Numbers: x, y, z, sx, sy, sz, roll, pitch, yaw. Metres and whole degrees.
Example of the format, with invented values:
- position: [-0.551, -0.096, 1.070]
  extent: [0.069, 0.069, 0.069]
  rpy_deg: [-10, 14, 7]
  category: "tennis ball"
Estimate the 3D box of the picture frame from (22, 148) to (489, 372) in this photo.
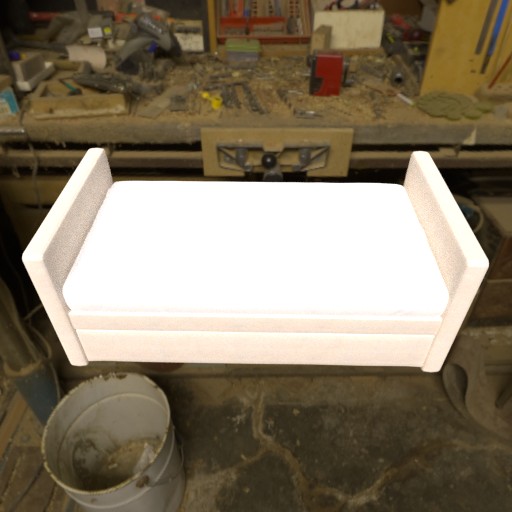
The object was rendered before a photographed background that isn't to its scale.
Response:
- position: [0.000, 0.000, 2.716]
  extent: [2.161, 0.891, 1.069]
  rpy_deg: [1, 41, 1]
  category: "picture frame"
